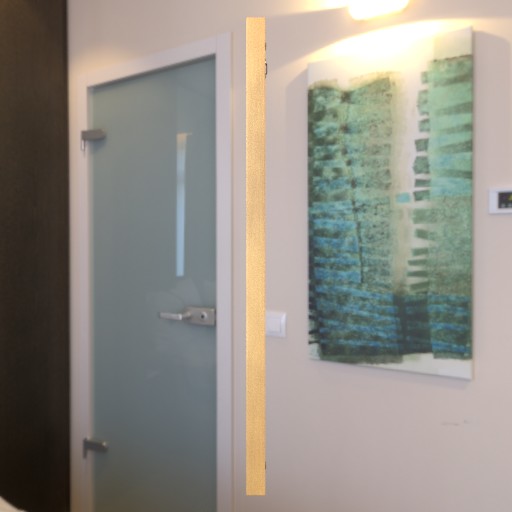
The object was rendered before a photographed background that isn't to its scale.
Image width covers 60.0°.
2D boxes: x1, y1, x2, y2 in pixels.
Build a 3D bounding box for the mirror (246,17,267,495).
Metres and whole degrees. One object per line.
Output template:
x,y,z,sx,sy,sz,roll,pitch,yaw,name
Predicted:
0.000,0.000,1.152,0.041,0.915,0.609,0,1,0,mirror
